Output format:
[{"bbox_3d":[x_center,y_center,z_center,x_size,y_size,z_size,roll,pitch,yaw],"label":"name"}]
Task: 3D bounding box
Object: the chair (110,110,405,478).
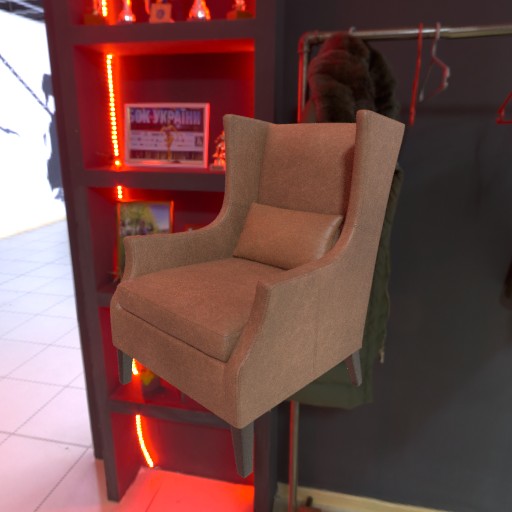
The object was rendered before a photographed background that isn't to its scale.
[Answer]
[{"bbox_3d":[0.000,0.000,1.749,0.815,1.088,0.913,15,22,43],"label":"chair"}]
